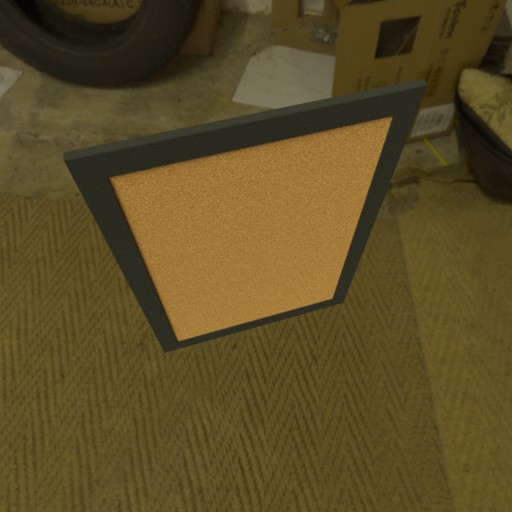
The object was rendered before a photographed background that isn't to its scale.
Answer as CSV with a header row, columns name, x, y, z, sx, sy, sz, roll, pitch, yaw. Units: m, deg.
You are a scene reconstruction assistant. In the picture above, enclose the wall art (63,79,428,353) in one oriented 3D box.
name,x,y,z,sx,sy,sz,roll,pitch,yaw
wall art,0.000,0.000,0.665,0.374,0.529,0.012,-14,60,-9
